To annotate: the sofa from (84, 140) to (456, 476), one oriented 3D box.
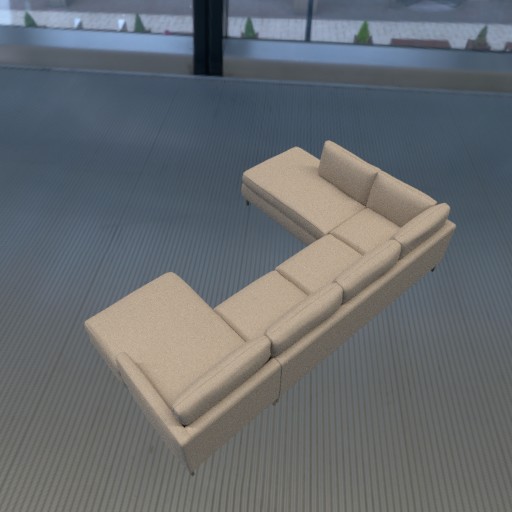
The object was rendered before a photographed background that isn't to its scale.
[{"bbox_3d":[0.000,0.000,3.588,2.737,0.756,1.879,-32,54,-27],"label":"sofa"}]
